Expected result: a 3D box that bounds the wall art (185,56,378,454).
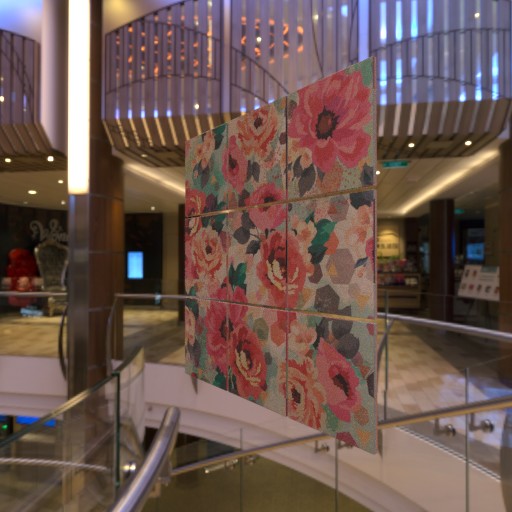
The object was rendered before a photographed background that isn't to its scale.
[{"bbox_3d":[0.000,0.000,1.379,0.012,0.910,0.911,0,-1,-37],"label":"wall art"}]
